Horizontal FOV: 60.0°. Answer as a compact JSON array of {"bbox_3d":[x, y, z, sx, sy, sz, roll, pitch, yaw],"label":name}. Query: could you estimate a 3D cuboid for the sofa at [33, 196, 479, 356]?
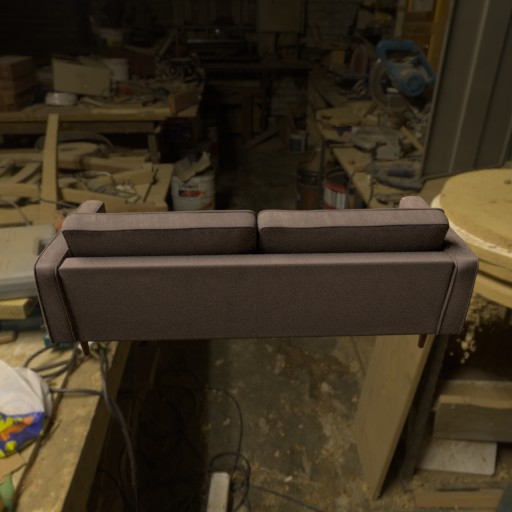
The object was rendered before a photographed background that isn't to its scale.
[{"bbox_3d":[0.000,0.000,2.677,2.295,0.813,0.923,-1,30,-2],"label":"sofa"}]
